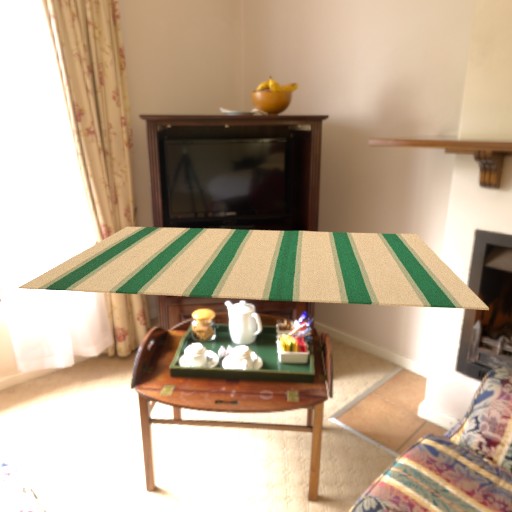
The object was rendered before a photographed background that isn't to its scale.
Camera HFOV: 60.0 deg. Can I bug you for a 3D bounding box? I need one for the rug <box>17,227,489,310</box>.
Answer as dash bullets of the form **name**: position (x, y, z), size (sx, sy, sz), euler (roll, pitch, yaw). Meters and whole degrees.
- **rug**: position (0.000, 0.000, 2.988), size (2.436, 0.015, 1.521), euler (2, 16, 6)
